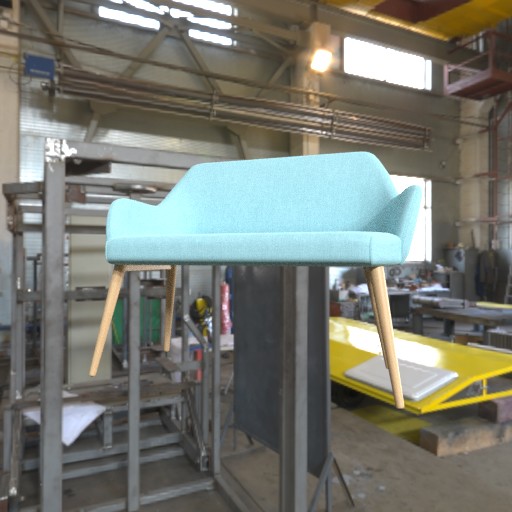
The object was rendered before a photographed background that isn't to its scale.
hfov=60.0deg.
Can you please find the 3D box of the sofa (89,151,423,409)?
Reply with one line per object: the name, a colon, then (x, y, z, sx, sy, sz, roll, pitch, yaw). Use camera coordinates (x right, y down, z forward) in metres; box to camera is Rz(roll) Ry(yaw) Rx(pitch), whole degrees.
sofa: (0.000, 0.000, 1.635, 1.150, 0.840, 0.610, 0, 0, 19)
